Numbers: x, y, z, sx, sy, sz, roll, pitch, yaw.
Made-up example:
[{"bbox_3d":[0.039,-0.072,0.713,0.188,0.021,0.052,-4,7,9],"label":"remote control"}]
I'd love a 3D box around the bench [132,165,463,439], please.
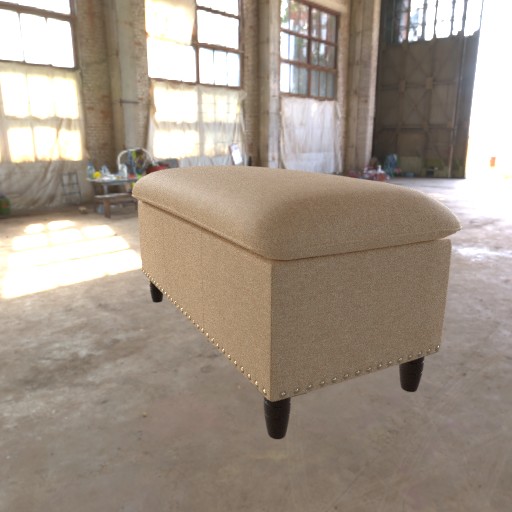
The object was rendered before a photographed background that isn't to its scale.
[{"bbox_3d":[0.000,0.000,1.246,0.483,0.483,0.991,-8,16,-27],"label":"bench"}]
